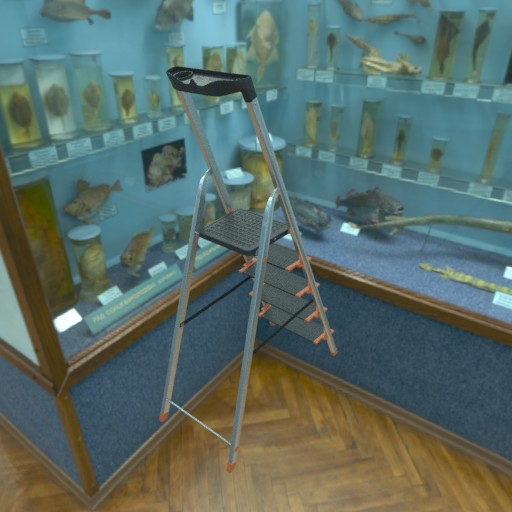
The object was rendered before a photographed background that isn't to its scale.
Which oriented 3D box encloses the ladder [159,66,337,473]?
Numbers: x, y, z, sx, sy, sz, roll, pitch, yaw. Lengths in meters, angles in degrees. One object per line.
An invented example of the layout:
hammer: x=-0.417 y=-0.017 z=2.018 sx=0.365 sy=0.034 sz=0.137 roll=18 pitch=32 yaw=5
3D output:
ladder: x=0.000 y=0.000 z=2.041 sx=0.480 sy=1.646 sz=0.995 roll=22 pitch=37 yaw=32
